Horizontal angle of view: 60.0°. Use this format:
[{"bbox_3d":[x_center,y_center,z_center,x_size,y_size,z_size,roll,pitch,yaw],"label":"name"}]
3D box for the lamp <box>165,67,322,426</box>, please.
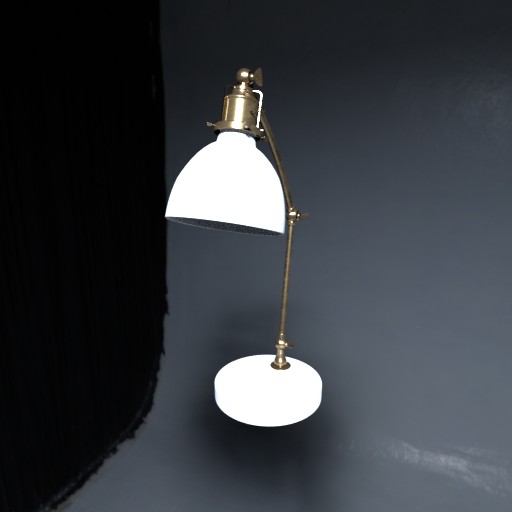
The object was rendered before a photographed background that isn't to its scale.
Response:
[{"bbox_3d":[0.000,0.000,0.670,0.186,0.522,0.317,7,17,26],"label":"lamp"}]
